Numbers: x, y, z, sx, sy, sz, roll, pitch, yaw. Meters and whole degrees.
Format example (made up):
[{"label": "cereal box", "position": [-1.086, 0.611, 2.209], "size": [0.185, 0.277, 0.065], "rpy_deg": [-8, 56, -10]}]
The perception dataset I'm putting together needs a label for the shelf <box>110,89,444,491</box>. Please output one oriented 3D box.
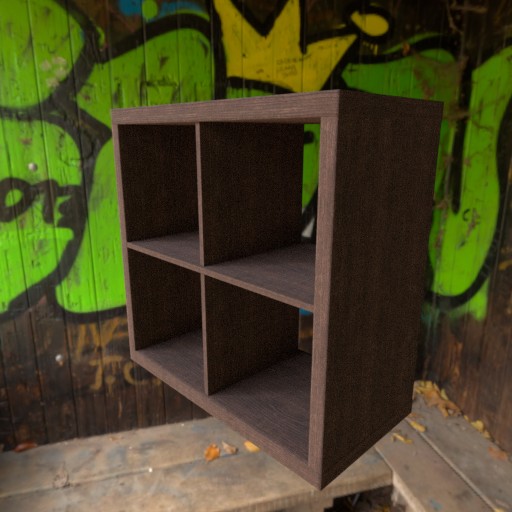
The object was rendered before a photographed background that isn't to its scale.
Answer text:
[{"label": "shelf", "position": [0.000, 0.000, 1.223], "size": [0.390, 0.786, 0.790], "rpy_deg": [-14, 21, -42]}]
